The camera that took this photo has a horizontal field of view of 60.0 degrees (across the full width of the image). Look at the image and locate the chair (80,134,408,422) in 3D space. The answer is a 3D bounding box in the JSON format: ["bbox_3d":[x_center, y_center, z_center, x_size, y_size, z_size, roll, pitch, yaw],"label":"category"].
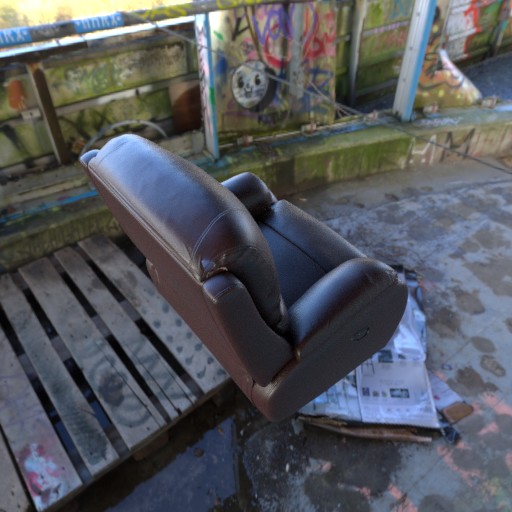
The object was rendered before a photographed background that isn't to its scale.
[{"bbox_3d":[0.000,0.000,1.745,0.899,1.011,0.930,-27,48,-27],"label":"chair"}]
